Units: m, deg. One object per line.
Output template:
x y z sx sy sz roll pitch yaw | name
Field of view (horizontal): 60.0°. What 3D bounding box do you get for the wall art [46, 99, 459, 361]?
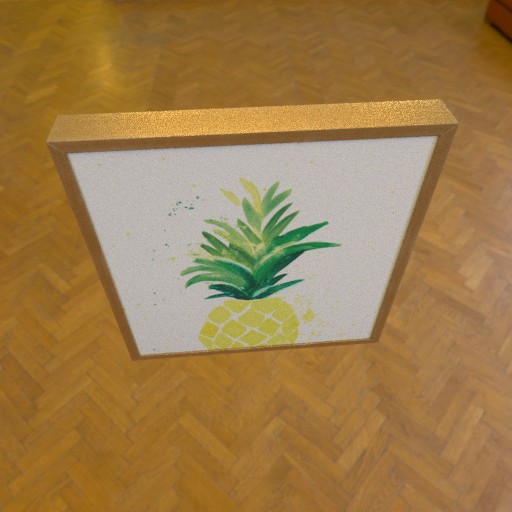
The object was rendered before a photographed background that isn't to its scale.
0.000 0.000 0.450 0.306 0.305 0.038 -4 47 -3 | wall art
